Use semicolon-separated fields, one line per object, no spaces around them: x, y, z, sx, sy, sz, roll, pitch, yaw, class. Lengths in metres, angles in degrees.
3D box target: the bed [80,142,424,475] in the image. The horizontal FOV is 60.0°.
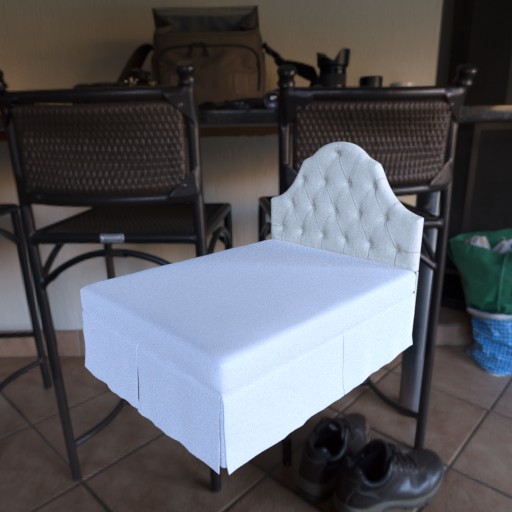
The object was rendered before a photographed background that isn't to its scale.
0.000;0.000;3.233;1.627;1.575;2.092;15;22;43;bed
